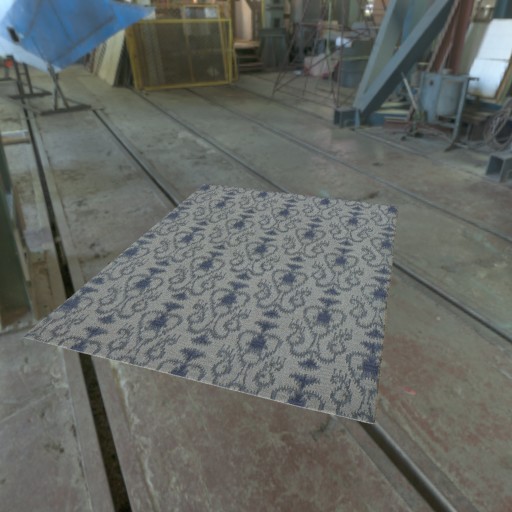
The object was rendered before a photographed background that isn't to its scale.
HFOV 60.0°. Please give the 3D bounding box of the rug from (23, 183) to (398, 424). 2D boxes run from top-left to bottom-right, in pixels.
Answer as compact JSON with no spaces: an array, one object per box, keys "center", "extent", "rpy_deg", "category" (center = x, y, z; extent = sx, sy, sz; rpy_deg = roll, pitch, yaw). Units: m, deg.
[{"center":[0.000,0.000,4.123],"extent":[2.437,0.015,3.205],"rpy_deg":[9,31,15],"category":"rug"}]
